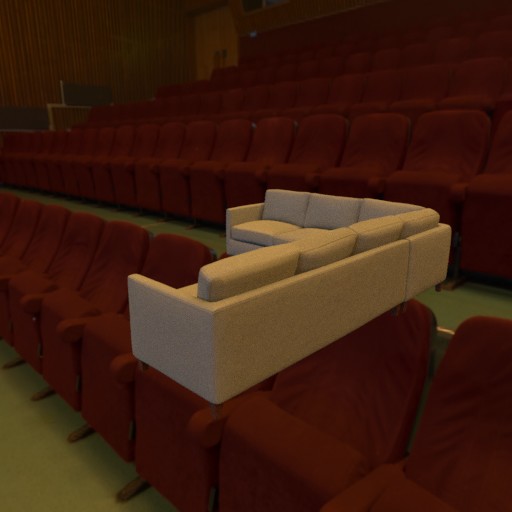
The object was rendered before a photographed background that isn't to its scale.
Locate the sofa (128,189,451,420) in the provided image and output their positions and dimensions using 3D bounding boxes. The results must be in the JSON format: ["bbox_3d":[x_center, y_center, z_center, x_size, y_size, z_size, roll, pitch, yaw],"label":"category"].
[{"bbox_3d":[0.000,0.000,4.433,2.592,0.947,3.301,14,21,43],"label":"sofa"}]
